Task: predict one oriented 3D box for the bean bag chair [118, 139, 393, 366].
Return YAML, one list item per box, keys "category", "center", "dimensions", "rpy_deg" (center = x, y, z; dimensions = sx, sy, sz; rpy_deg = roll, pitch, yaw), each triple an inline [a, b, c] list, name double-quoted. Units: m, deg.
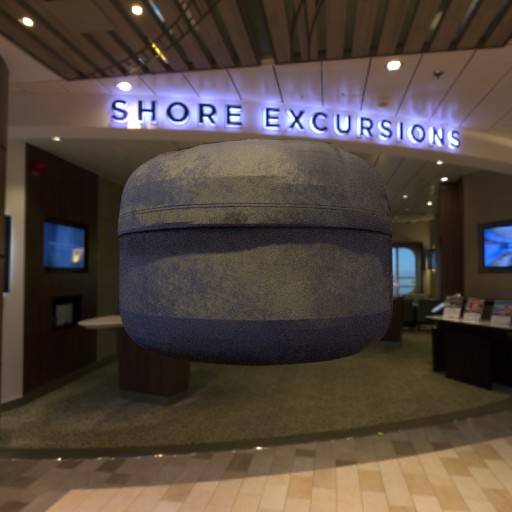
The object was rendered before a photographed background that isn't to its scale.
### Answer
- category: "bean bag chair"
  center: [0.000, 0.000, 1.527]
  dimensions: [0.918, 0.605, 0.918]
  rpy_deg: [0, -2, 0]
